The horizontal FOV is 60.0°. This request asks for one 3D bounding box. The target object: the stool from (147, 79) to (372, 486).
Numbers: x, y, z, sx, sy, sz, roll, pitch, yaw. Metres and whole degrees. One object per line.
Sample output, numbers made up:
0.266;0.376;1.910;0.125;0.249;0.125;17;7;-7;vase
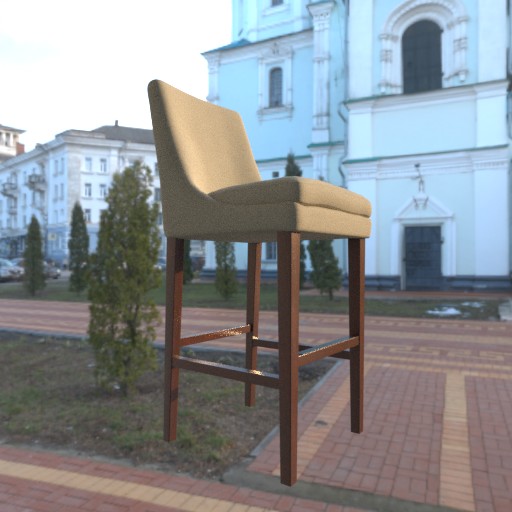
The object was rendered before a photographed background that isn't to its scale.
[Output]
0.000;0.000;1.353;0.577;1.078;0.470;0;-1;37;stool
